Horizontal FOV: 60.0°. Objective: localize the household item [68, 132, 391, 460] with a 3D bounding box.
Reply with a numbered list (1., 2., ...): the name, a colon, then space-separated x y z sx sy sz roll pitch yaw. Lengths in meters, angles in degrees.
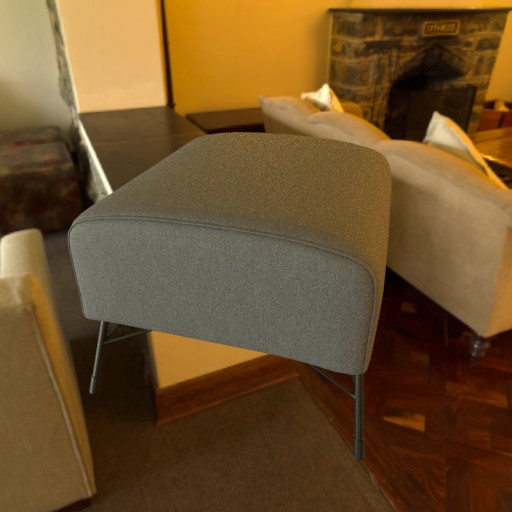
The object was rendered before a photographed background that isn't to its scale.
1. household item: 0.000 0.000 0.919 0.530 0.410 0.530 8 31 14
